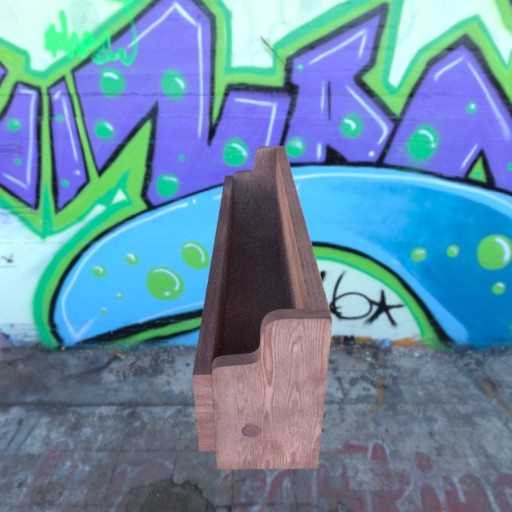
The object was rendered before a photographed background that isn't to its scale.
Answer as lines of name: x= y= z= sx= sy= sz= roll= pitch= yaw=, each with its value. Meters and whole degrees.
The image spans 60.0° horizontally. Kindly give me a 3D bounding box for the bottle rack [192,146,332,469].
bottle rack: x=0.000 y=0.000 z=0.698 sx=0.126 sy=0.196 sz=0.608 roll=0 pitch=28 yaw=-1
